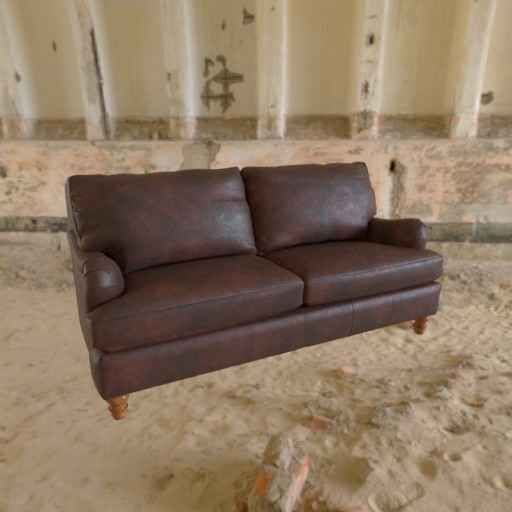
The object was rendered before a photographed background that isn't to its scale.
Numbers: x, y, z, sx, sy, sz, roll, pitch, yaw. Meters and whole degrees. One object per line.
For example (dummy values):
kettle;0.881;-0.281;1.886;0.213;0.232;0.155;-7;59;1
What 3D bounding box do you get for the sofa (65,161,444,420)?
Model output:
sofa;0.000;0.000;2.771;2.144;1.071;1.147;-8;18;-26
